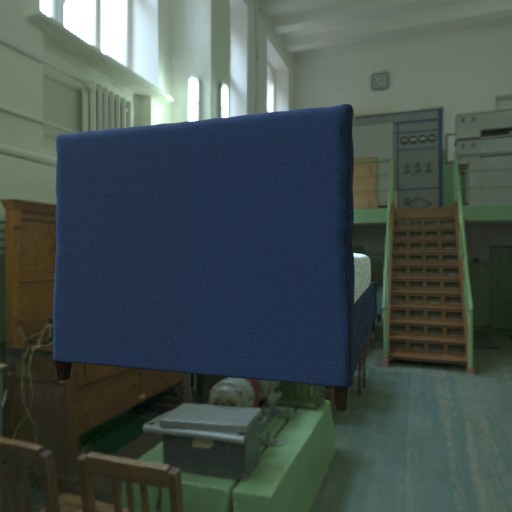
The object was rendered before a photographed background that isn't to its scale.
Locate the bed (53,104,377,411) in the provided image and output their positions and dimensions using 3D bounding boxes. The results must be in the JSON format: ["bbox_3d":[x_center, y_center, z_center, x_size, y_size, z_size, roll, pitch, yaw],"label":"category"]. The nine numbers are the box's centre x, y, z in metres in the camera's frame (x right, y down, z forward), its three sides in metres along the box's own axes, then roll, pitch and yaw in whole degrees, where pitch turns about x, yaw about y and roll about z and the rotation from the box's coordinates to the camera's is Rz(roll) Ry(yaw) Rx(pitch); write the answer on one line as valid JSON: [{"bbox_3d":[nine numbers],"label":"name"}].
[{"bbox_3d":[0.000,0.000,3.408,1.706,1.427,2.387,0,0,18],"label":"bed"}]
